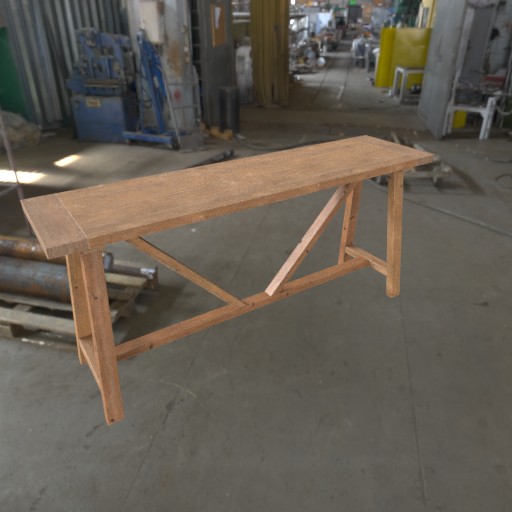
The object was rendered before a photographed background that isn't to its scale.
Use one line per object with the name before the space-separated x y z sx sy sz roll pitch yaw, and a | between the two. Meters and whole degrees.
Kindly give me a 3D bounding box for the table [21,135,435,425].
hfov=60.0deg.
table | 0.000 0.000 2.113 1.800 0.810 0.465 -18 33 -29
